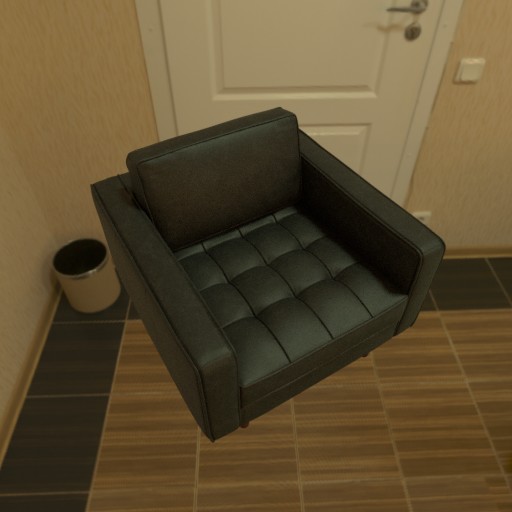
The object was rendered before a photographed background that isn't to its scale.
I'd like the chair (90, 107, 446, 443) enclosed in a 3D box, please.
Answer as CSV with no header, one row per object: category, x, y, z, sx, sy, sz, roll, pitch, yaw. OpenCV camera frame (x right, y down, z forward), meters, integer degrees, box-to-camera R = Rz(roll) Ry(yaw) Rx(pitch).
chair,0.000,0.000,1.619,0.889,0.763,0.914,-23,50,-21
